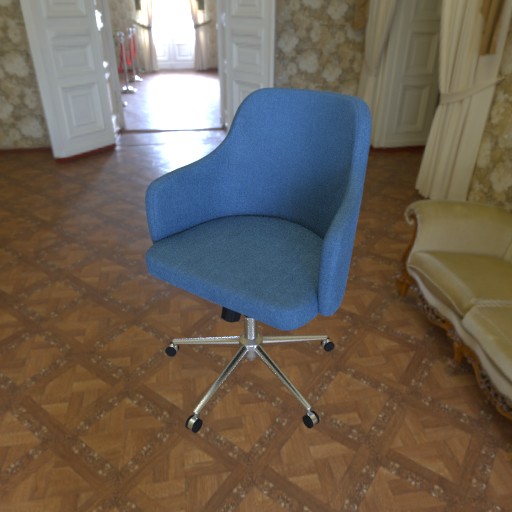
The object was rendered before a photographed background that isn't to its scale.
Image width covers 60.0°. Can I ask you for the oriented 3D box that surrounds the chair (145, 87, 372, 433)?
[{"bbox_3d":[0.000,0.000,1.263,0.599,0.820,0.655,19,34,30],"label":"chair"}]
